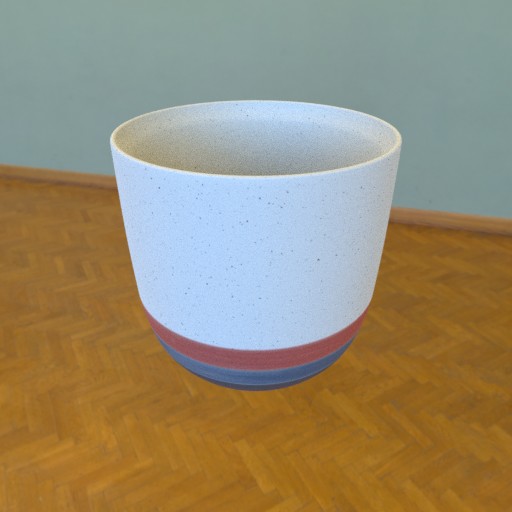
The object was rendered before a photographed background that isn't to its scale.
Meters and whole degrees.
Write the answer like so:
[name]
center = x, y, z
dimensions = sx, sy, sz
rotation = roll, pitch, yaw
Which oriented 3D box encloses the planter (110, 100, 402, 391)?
[planter]
center = 0.000, 0.000, 0.374
dimensions = 0.204, 0.214, 0.204
rotation = 0, 30, 0
